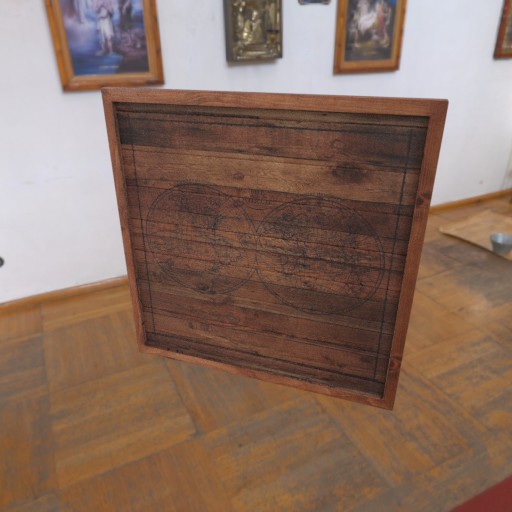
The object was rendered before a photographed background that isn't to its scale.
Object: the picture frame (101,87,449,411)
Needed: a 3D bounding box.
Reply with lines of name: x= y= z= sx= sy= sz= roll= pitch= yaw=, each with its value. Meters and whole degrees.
picture frame: x=0.000 y=0.000 z=1.177 sx=0.810 sy=0.817 sz=0.029 roll=8 pitch=27 yaw=17
